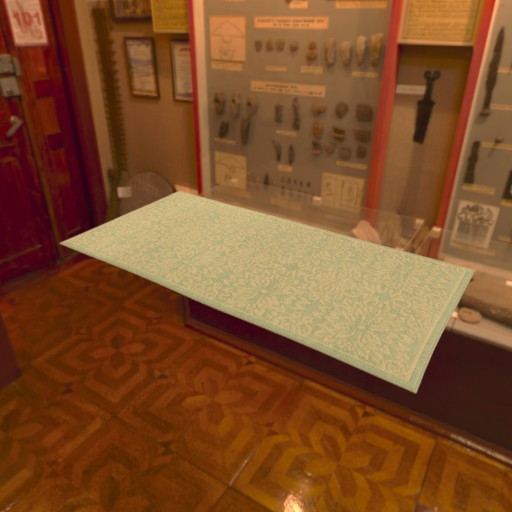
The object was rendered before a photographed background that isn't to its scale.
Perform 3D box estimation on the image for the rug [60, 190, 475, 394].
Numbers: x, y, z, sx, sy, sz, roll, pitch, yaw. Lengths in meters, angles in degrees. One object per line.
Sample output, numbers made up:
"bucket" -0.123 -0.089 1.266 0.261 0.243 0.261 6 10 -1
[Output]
"rug" 0.000 0.000 1.441 1.219 0.007 0.604 18 34 29
